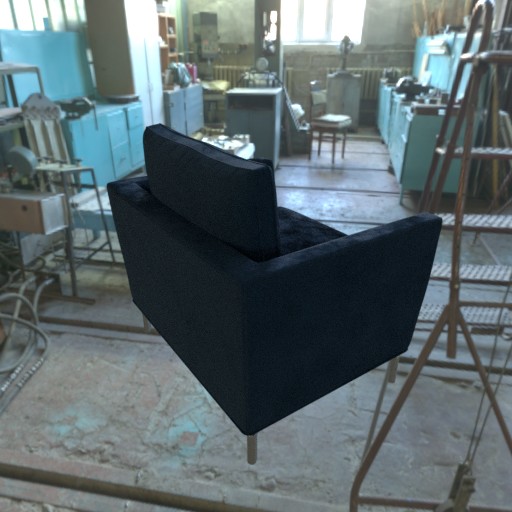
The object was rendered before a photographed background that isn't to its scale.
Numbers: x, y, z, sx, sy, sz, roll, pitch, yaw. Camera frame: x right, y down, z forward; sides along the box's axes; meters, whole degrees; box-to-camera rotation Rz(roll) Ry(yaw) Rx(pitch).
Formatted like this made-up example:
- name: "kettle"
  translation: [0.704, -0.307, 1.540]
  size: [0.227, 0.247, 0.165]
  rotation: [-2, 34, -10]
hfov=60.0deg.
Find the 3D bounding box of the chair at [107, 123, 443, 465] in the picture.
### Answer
- name: "chair"
  translation: [0.000, 0.000, 1.619]
  size: [0.746, 0.893, 0.977]
  rotation: [-17, 31, -31]
